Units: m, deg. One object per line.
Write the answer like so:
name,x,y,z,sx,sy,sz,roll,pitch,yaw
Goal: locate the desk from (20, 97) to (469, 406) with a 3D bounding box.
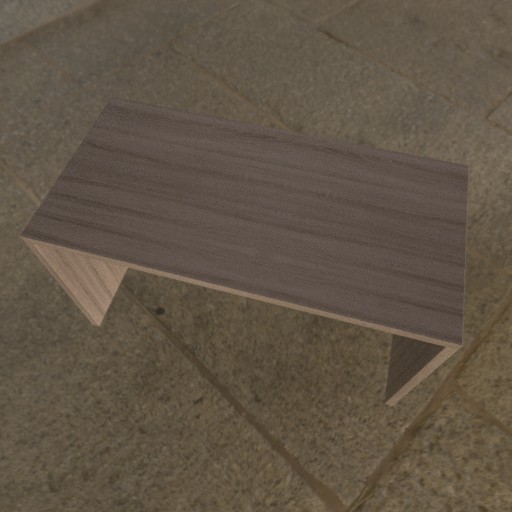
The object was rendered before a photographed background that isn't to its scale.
desk,0.000,0.000,1.815,1.380,0.745,0.690,13,60,8
